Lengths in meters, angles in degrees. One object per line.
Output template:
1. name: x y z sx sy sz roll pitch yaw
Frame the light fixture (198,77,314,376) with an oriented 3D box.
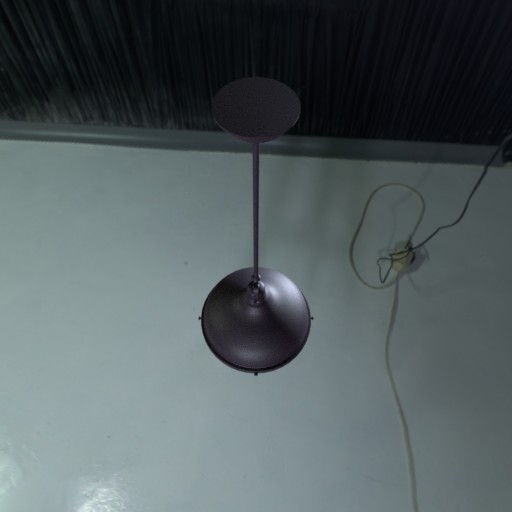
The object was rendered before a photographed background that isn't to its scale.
1. light fixture: 0.000 0.000 1.012 0.341 0.849 0.341 0 59 0
